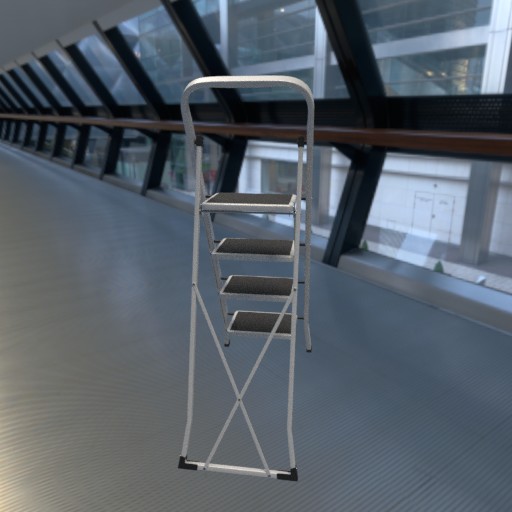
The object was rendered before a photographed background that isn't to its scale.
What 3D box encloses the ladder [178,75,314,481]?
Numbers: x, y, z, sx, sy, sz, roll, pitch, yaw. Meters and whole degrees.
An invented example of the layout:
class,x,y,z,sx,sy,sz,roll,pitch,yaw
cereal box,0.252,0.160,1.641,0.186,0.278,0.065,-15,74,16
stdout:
class,x,y,z,sx,sy,sz,roll,pitch,yaw
ladder,0.000,0.000,1.731,0.460,1.265,0.914,2,17,8
